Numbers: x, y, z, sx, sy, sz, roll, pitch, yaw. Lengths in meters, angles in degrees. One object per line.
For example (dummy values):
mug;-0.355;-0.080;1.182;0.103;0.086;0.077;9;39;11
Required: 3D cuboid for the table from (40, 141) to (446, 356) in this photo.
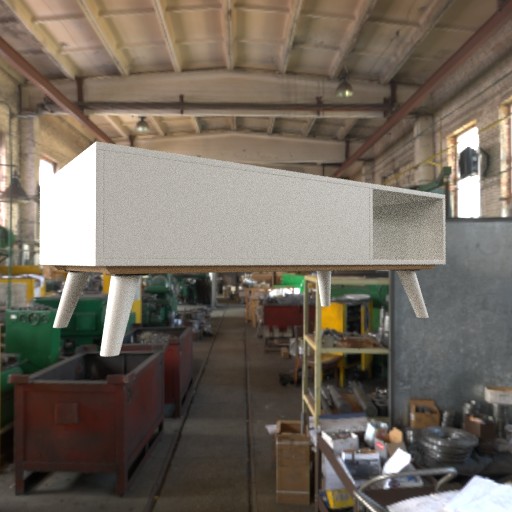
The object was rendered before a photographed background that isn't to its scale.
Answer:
table;0.000;0.000;1.455;1.194;0.432;0.609;1;-1;-35
